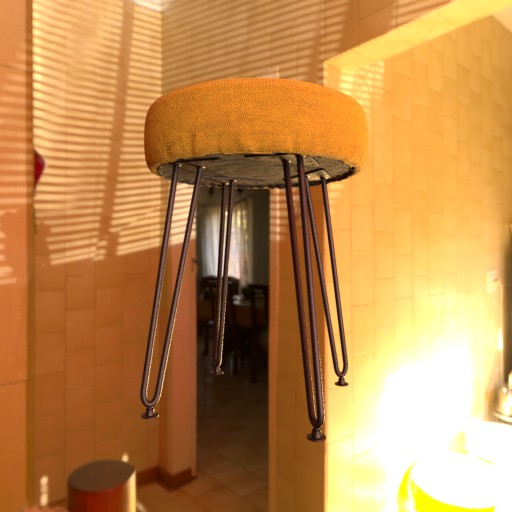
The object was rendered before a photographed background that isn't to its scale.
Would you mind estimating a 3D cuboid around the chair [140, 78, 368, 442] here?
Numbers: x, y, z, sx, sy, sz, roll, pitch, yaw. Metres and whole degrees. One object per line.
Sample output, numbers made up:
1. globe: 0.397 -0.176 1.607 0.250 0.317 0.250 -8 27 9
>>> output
1. chair: 0.000 0.000 0.705 0.345 0.455 0.345 0 0 18
